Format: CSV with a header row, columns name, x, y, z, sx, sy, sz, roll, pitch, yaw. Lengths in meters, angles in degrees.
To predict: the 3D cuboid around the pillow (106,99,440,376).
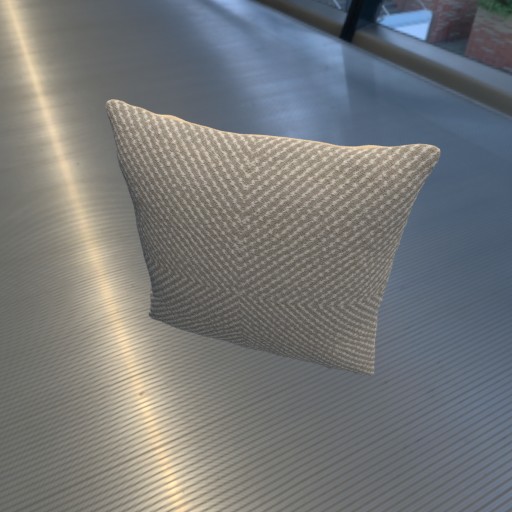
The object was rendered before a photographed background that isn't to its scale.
name,x,y,z,sx,sy,sz,roll,pitch,yaw
pillow,0.000,0.000,0.723,0.459,0.458,0.181,12,44,13
